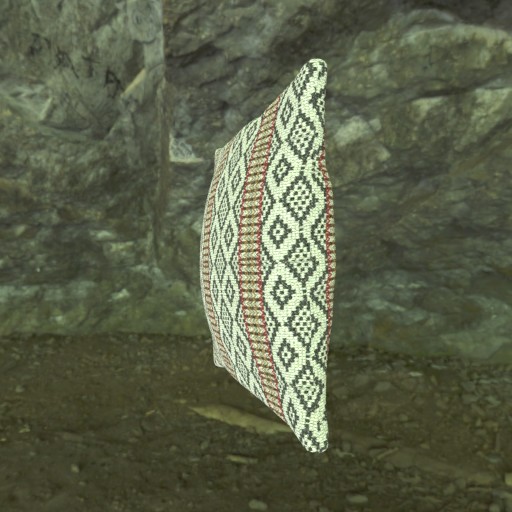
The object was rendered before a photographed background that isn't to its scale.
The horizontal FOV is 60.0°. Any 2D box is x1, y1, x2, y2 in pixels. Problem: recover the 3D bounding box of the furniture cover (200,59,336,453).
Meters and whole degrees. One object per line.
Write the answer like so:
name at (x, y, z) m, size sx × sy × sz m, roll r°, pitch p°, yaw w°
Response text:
furniture cover at (0.000, 0.000, 0.798) m, size 0.182 × 0.506 × 0.503 m, roll 0°, pitch -1°, yaw -19°
